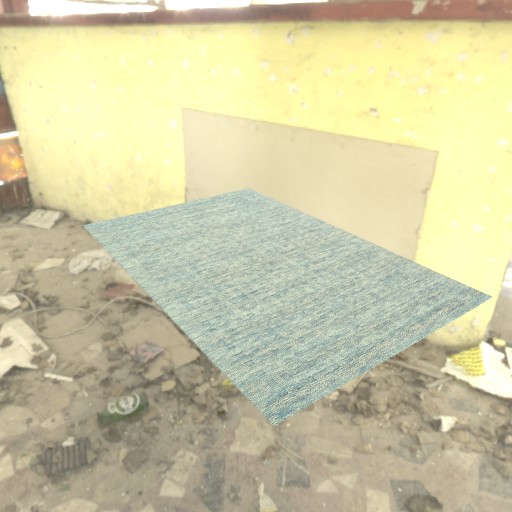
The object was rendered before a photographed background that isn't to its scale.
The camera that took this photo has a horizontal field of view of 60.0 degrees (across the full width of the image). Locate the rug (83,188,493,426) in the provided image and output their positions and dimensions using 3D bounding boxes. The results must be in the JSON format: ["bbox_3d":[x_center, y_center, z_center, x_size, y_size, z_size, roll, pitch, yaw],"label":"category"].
[{"bbox_3d":[0.000,0.000,2.164,1.142,0.006,1.752,-18,32,-31],"label":"rug"}]
